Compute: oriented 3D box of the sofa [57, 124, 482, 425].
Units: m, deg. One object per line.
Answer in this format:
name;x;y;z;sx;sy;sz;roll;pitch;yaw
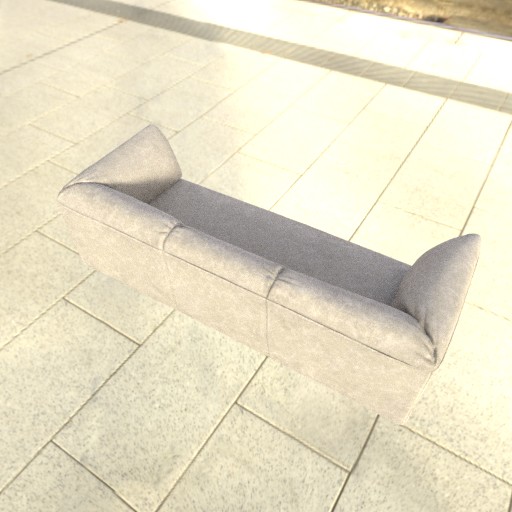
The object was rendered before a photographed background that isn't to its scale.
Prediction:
sofa;0.000;0.000;2.647;2.238;0.758;0.899;23;51;20
